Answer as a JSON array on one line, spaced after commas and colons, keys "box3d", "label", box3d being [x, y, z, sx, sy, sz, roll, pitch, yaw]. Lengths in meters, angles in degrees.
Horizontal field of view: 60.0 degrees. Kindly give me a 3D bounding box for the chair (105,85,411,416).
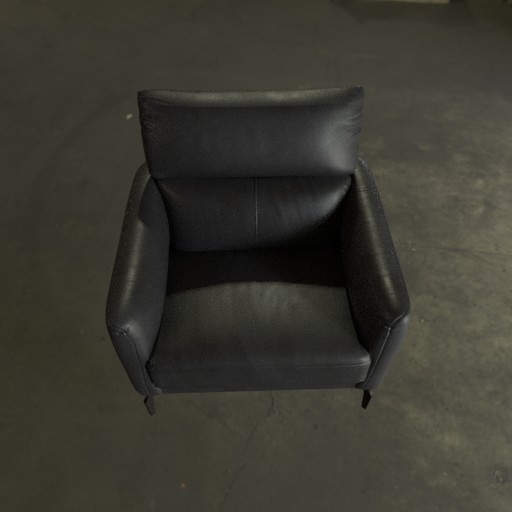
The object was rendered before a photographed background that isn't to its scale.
[{"box3d": [0.000, 0.000, 1.629, 0.976, 0.949, 0.809, -1, 46, -1], "label": "chair"}]
